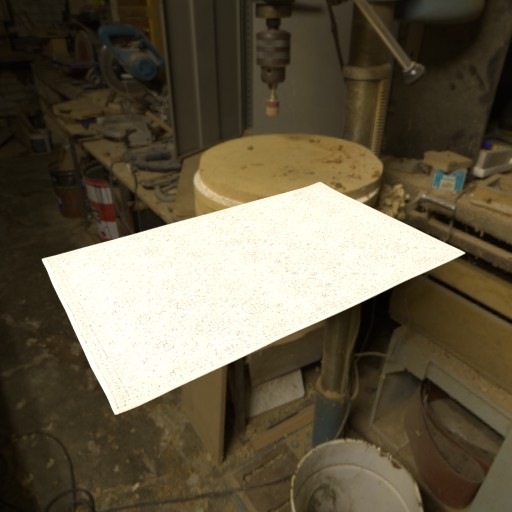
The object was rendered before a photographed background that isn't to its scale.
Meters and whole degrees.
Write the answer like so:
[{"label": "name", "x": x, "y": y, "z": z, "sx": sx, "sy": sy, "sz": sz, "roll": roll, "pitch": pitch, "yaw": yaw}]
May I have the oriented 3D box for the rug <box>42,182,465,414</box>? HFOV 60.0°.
[{"label": "rug", "x": 0.000, "y": 0.000, "z": 2.982, "sx": 2.434, "sy": 0.023, "sz": 1.518, "roll": -19, "pitch": 36, "yaw": -28}]
